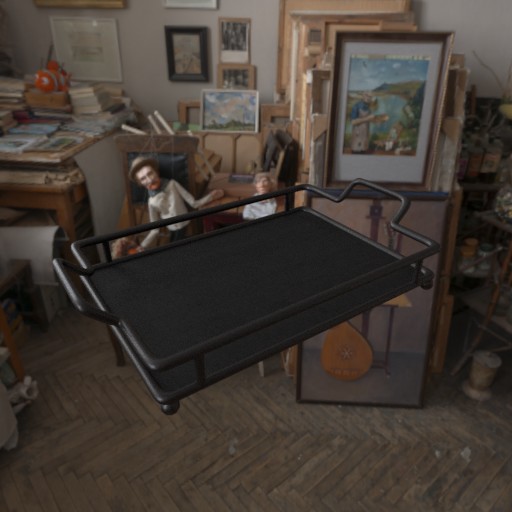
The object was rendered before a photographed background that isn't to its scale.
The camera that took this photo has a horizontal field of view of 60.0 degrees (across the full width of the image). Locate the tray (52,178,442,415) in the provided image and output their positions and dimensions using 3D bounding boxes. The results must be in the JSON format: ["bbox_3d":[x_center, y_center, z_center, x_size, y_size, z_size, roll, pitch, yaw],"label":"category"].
[{"bbox_3d":[0.000,0.000,0.612,0.495,0.101,0.297,-18,34,-29],"label":"tray"}]
